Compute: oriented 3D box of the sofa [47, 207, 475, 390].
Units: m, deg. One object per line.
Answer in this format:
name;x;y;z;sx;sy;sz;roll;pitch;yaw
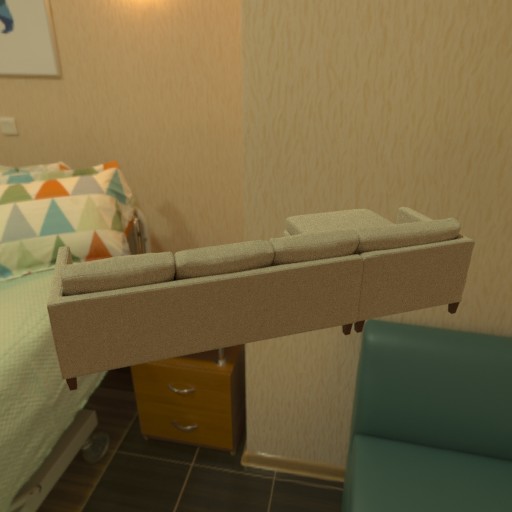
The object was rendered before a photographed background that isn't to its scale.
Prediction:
sofa;0.000;0.000;3.893;3.186;0.846;1.625;-8;26;-16
